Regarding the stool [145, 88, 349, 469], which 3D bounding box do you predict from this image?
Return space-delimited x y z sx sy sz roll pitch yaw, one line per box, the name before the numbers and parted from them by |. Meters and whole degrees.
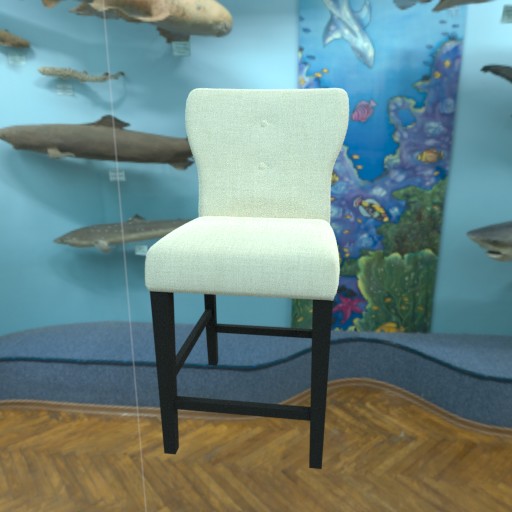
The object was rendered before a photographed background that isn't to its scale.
stool | 0.000 0.000 1.299 0.514 0.972 0.603 2 16 8
